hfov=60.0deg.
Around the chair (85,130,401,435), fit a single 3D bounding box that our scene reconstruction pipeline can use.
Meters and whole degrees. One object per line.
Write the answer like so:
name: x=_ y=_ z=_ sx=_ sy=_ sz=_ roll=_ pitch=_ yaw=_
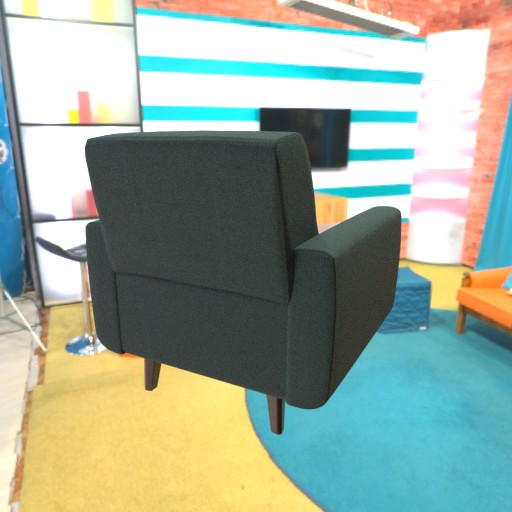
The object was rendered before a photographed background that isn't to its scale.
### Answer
chair: x=0.000 y=0.000 z=1.551 sx=0.831 sy=0.841 sz=0.909 roll=8 pitch=17 yaw=27
